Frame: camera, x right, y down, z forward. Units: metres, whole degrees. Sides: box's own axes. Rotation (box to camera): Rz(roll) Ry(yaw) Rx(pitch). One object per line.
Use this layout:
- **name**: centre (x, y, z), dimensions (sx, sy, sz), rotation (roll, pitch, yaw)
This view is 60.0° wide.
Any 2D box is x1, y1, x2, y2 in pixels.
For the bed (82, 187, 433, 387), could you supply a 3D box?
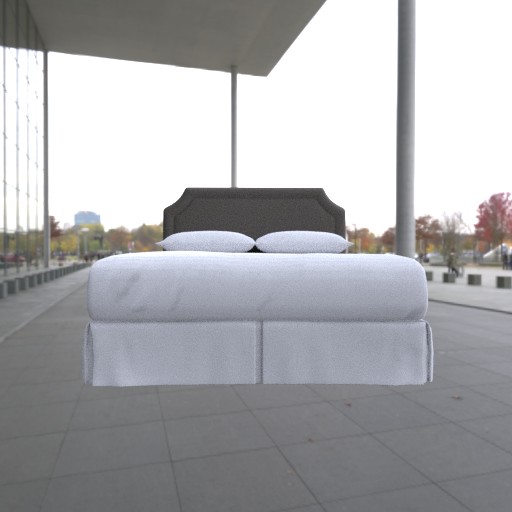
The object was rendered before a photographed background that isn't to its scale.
- **bed**: centre (0.000, 0.000, 3.909), dimensions (2.194, 1.561, 2.536), rotation (0, 0, -1)
